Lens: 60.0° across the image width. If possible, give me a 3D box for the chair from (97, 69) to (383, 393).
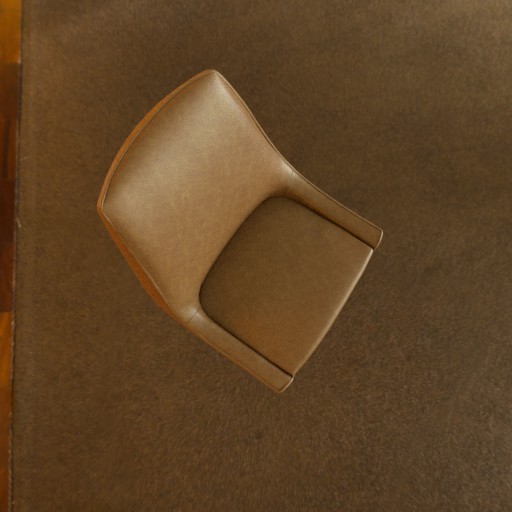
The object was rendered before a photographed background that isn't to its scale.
[{"bbox_3d":[0.000,0.000,1.203,0.544,0.861,0.529,33,78,8],"label":"chair"}]
